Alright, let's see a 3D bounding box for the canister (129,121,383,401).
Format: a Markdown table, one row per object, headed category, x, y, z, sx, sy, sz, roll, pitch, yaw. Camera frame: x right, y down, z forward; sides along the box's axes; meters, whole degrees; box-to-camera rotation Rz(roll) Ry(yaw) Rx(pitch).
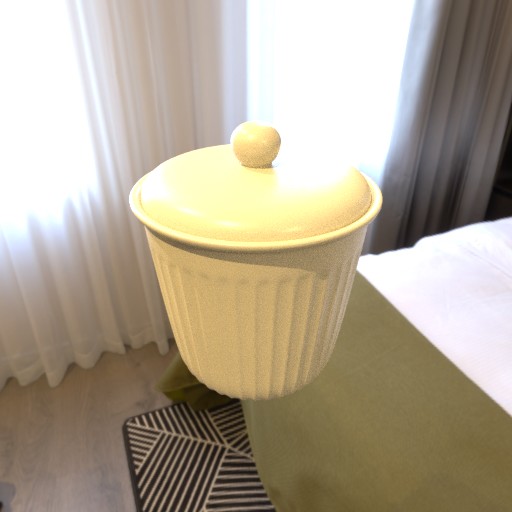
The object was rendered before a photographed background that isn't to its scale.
| category | x | y | z | sx | sy | sz | roll | pitch | yaw |
| --- | --- | --- | --- | --- | --- | --- | --- | --- | --- |
| canister | 0.000 | 0.000 | 0.355 | 0.181 | 0.211 | 0.181 | 0 | 30 | 0 |
